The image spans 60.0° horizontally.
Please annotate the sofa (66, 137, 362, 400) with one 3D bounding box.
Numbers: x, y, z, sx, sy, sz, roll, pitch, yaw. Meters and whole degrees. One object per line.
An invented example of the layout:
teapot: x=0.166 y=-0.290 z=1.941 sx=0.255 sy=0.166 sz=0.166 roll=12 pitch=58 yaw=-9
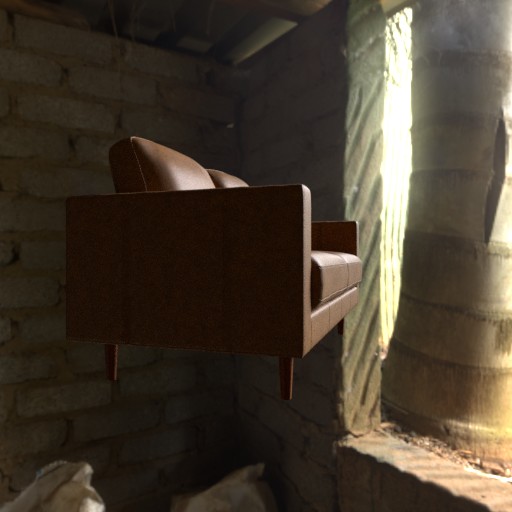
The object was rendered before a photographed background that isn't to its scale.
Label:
sofa: x=0.000 y=0.000 z=2.186 sx=0.909 sy=0.951 sz=1.578 roll=0 pitch=0 yaw=19
